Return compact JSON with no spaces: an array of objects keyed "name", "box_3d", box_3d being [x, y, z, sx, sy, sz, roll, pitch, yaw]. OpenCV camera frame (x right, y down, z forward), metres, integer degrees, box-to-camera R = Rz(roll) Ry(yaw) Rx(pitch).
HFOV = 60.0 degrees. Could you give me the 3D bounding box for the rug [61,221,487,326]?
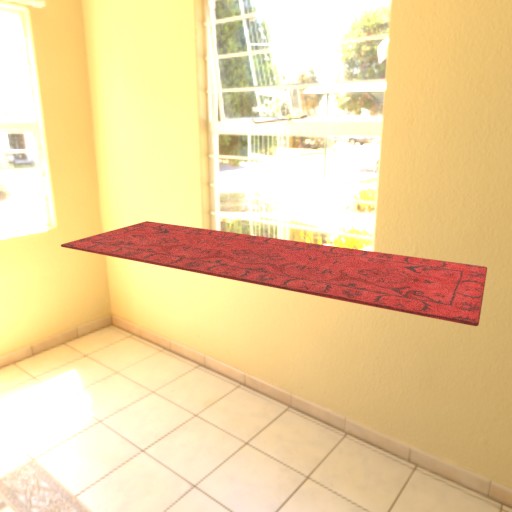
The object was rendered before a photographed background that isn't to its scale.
[{"name":"rug","box_3d":[0.000,0.000,2.643,2.439,0.018,0.813,9,19,27]}]
